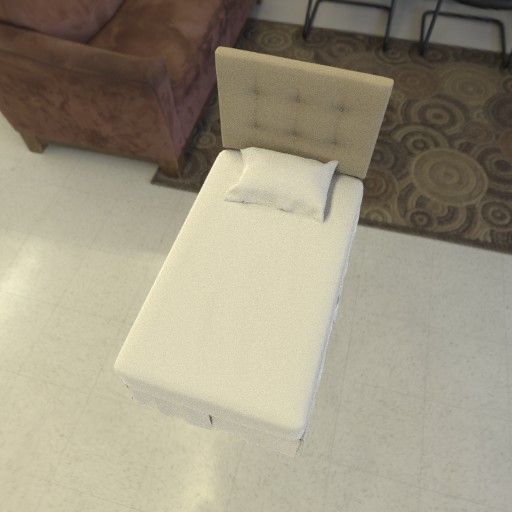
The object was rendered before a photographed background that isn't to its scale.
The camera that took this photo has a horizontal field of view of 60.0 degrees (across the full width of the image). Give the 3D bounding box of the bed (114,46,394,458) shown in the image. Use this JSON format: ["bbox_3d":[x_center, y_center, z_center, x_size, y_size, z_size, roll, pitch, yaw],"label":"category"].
[{"bbox_3d":[0.000,0.000,2.911,1.261,1.571,1.997,15,59,9],"label":"bed"}]
